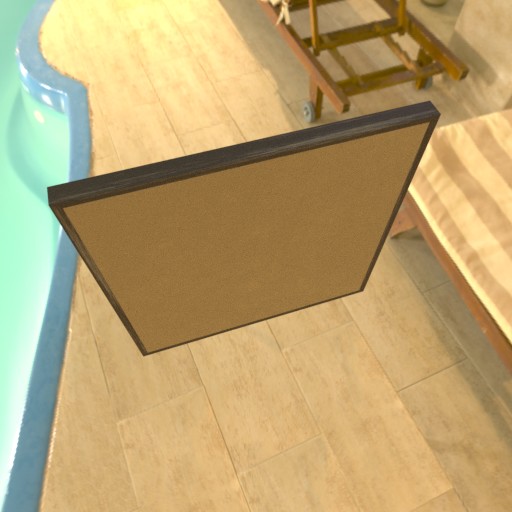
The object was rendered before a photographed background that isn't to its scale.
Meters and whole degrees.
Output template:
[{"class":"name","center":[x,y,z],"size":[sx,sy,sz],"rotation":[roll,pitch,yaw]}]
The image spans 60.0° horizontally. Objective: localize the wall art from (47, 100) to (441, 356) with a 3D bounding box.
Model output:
[{"class":"wall art","center":[0.000,0.000,1.155],"size":[0.762,0.758,0.043],"rotation":[-15,59,-9]}]
